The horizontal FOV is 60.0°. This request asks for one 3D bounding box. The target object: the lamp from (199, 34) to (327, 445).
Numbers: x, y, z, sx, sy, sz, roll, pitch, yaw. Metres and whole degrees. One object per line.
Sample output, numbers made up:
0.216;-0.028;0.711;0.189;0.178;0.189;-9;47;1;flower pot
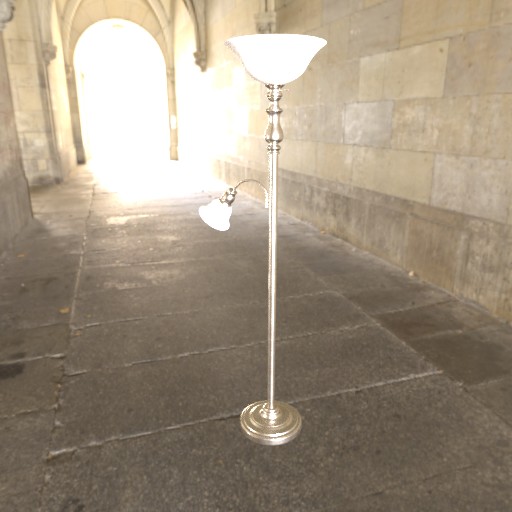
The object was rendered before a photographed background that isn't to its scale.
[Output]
0.000;0.000;2.056;0.575;1.785;0.405;8;19;26;lamp
